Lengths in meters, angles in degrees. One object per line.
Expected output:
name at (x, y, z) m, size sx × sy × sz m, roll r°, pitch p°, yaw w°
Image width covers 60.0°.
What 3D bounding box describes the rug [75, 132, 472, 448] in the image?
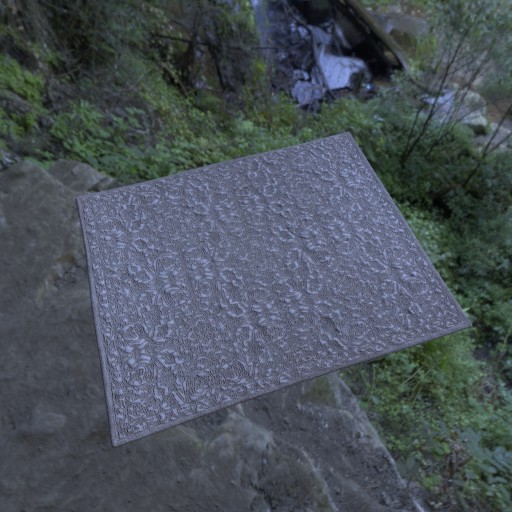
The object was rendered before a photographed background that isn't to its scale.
rug at (0.000, 0.000, 4.082) m, size 3.017 × 0.035 × 2.472 m, roll -16°, pitch 59°, yaw -10°
